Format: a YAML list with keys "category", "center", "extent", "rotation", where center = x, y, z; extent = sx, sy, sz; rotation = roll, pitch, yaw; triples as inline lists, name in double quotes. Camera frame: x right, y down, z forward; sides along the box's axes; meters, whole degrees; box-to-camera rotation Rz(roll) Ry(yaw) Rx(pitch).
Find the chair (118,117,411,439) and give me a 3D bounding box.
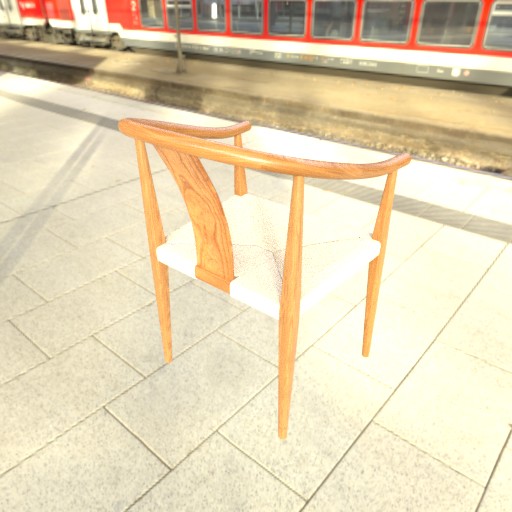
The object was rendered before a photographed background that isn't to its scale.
- category: "chair"
  center: [0.000, 0.000, 1.214]
  extent: [0.556, 0.800, 0.579]
  rotation: [22, 37, 33]
